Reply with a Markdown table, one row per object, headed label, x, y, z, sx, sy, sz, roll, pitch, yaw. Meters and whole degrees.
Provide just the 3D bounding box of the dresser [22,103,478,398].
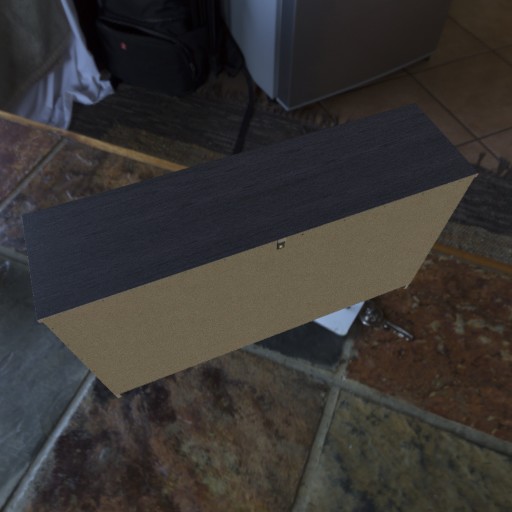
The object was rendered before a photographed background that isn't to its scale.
| label | x | y | z | sx | sy | sz | roll | pitch | yaw |
| --- | --- | --- | --- | --- | --- | --- | --- | --- | --- |
| dresser | 0.000 | 0.000 | 1.682 | 1.360 | 0.755 | 0.401 | -19 | 59 | -12 |
